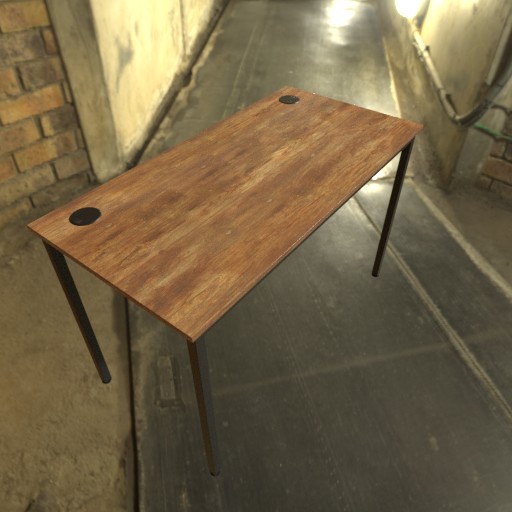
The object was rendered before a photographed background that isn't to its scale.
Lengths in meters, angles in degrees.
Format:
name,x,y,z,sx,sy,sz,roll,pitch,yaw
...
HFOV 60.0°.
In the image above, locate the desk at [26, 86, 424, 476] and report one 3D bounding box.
name,x,y,z,sx,sy,sz,roll,pitch,yaw
desk,0.000,0.000,1.629,0.600,0.749,1.200,27,49,27
